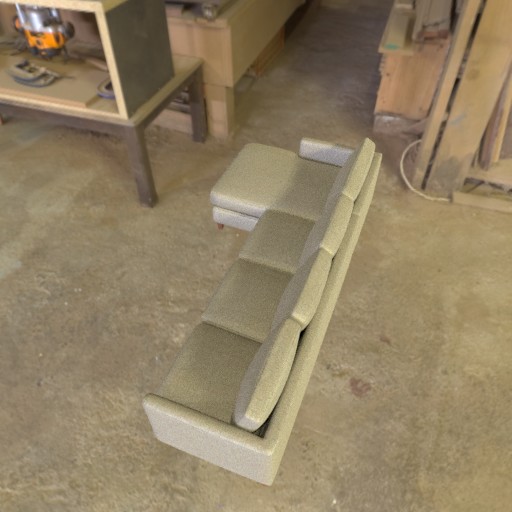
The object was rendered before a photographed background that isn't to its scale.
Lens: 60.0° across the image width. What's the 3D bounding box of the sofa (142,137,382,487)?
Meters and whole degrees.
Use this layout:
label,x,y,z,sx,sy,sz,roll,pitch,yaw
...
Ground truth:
label,x,y,z,sx,sy,sz,roll,pitch,yaw
sofa,0.000,0.000,3.802,1.502,0.876,3.201,16,49,15
